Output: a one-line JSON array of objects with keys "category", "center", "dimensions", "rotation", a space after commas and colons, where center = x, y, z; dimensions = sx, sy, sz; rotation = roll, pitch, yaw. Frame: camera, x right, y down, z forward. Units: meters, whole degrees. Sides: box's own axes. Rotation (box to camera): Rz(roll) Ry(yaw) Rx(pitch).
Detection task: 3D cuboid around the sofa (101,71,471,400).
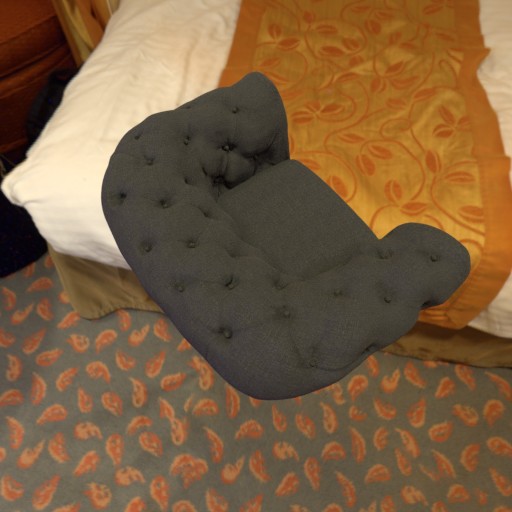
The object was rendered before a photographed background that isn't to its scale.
[{"category": "sofa", "center": [0.000, 0.000, 2.038], "dimensions": [1.032, 0.878, 1.405], "rotation": [-32, 64, -18]}]
